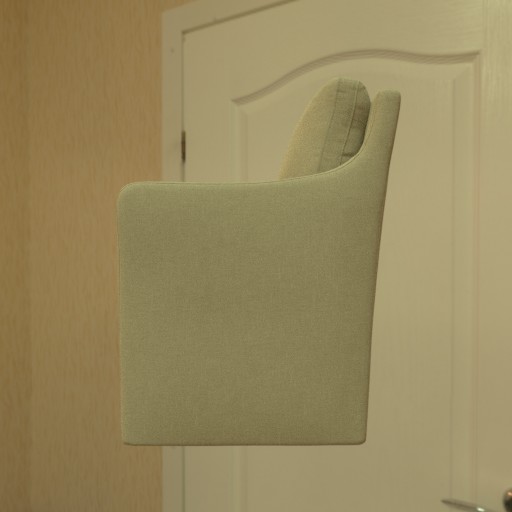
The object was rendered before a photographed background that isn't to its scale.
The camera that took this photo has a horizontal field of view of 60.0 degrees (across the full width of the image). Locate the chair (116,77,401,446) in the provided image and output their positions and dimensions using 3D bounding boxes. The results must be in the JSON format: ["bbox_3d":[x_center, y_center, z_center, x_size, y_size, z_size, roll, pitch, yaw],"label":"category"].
[{"bbox_3d":[0.000,0.000,1.344,0.694,0.914,0.626,0,1,0],"label":"chair"}]
